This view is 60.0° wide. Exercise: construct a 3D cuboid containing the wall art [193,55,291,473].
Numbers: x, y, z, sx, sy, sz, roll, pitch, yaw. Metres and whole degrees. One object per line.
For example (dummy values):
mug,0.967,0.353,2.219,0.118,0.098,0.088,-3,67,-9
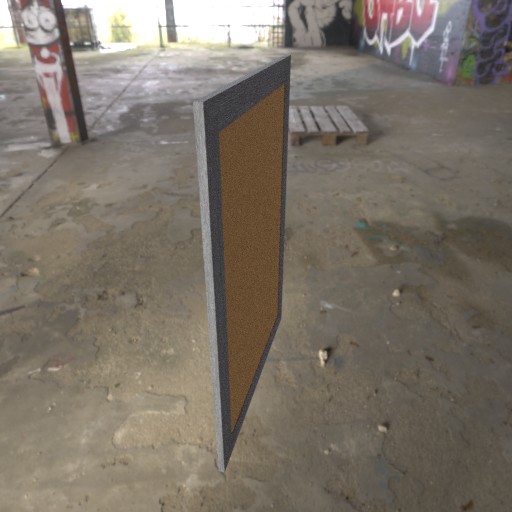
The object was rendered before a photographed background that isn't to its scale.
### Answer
wall art,0.000,0.000,1.381,0.020,1.070,0.768,8,31,13
